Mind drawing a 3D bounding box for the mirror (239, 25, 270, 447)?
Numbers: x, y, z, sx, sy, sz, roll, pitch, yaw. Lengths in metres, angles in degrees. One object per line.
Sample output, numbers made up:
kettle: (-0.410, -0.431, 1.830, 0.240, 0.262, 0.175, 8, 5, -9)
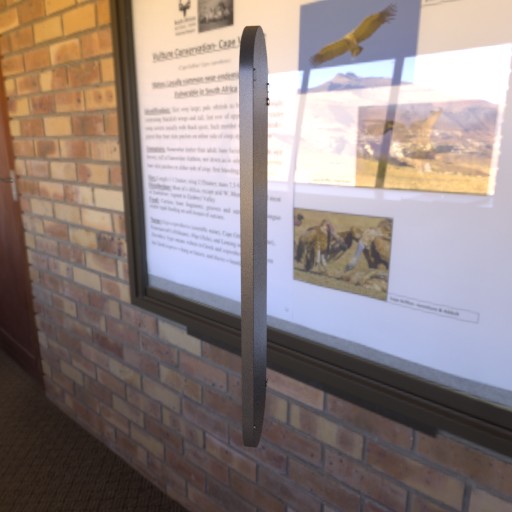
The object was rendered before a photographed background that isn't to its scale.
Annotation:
mirror: (0.000, 0.000, 1.053, 0.032, 0.991, 0.222, 2, 14, 9)
